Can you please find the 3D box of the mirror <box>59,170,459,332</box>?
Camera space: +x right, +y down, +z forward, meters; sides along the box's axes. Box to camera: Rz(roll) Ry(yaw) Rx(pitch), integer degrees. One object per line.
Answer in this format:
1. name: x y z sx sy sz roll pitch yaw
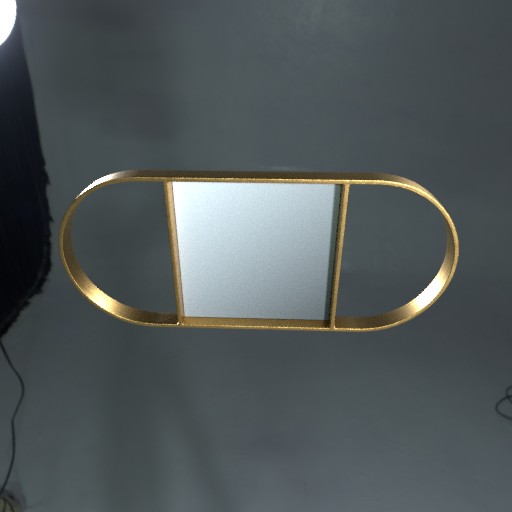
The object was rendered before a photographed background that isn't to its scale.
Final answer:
1. mirror: 0.000 0.000 0.666 0.584 0.254 0.032 1 29 2
